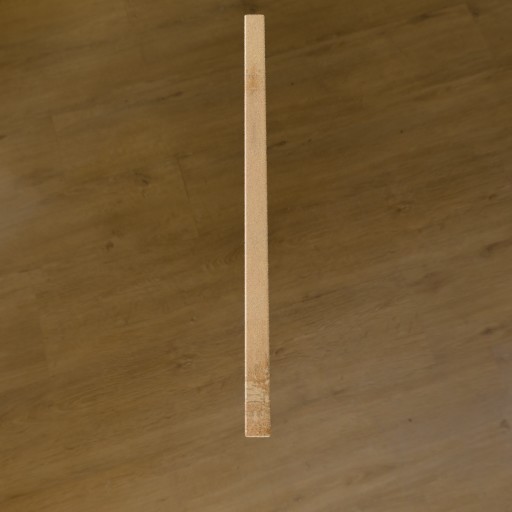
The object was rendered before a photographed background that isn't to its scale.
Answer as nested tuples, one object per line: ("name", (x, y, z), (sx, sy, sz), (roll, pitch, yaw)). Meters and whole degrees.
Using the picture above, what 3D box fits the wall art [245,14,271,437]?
("wall art", (0.000, 0.000, 1.113), (0.038, 0.755, 0.753), (0, 75, 0))
